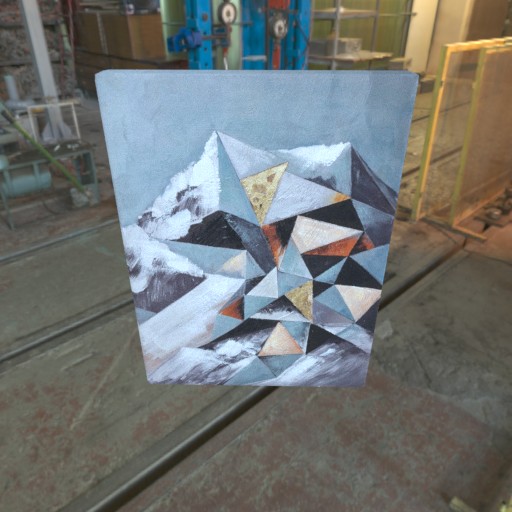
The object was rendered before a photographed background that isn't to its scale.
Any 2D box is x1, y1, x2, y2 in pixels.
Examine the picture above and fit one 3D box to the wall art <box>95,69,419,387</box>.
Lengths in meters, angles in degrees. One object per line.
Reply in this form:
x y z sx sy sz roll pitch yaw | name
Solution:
0.000 0.000 0.790 0.455 0.613 0.037 1 31 1 | wall art
